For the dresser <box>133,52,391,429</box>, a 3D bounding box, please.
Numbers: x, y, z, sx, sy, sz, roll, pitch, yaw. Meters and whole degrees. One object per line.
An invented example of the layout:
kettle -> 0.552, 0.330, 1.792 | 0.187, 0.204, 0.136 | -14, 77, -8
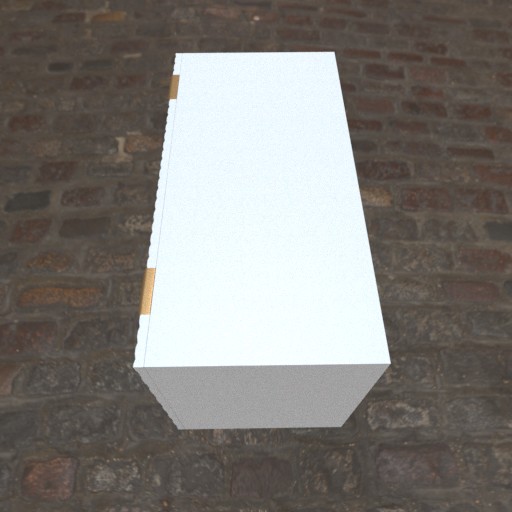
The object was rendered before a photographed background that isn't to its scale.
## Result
dresser -> 0.000, 0.000, 1.317 | 0.457, 0.721, 0.905 | -1, 58, 0
